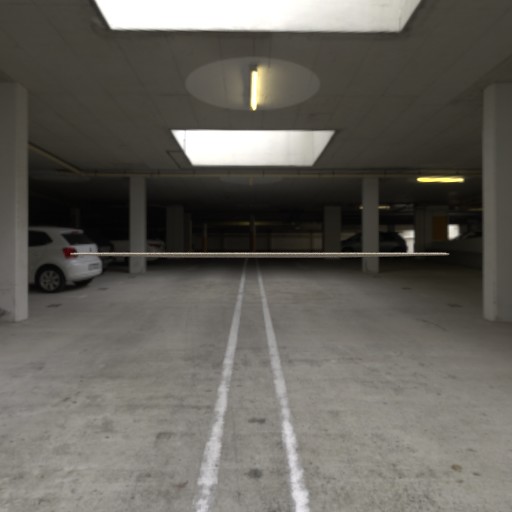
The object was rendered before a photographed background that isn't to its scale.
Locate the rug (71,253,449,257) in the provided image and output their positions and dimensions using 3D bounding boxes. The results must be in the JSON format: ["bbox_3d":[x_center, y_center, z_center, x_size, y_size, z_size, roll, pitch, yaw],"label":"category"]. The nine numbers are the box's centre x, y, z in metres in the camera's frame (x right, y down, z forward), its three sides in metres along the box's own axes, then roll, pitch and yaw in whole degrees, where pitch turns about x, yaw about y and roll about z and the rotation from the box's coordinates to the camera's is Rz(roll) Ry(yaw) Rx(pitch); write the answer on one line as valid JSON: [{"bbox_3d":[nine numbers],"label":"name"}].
[{"bbox_3d":[0.000,0.000,2.904,1.522,0.008,2.284,0,0,-1],"label":"rug"}]
